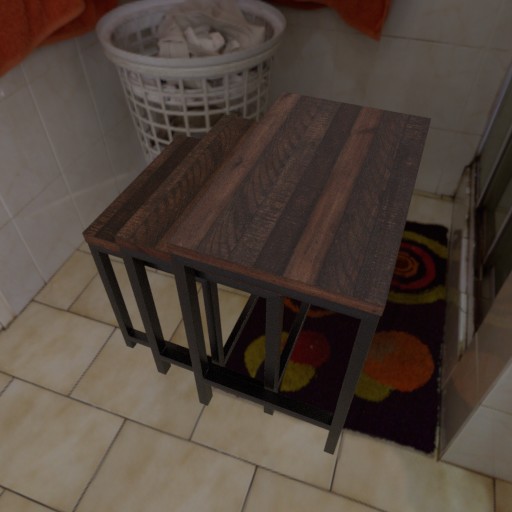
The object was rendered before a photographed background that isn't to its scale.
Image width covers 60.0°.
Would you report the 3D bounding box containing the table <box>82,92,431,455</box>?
[{"bbox_3d":[0.000,0.000,1.169,0.660,0.616,0.608,16,48,15],"label":"table"}]
